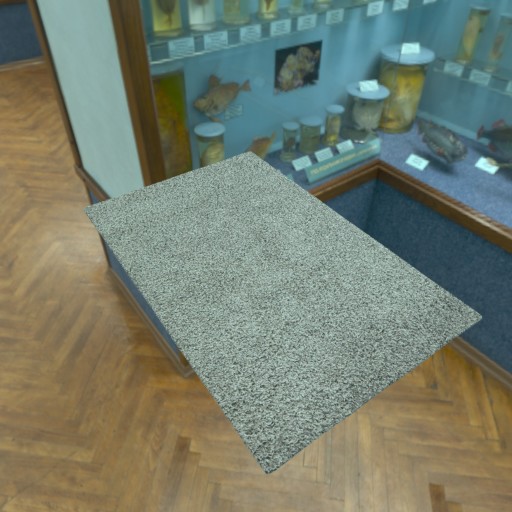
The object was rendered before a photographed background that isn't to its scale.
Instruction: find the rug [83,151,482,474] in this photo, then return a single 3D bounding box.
[{"bbox_3d":[0.000,0.000,3.410,1.778,0.030,2.743,-25,47,-25],"label":"rug"}]
